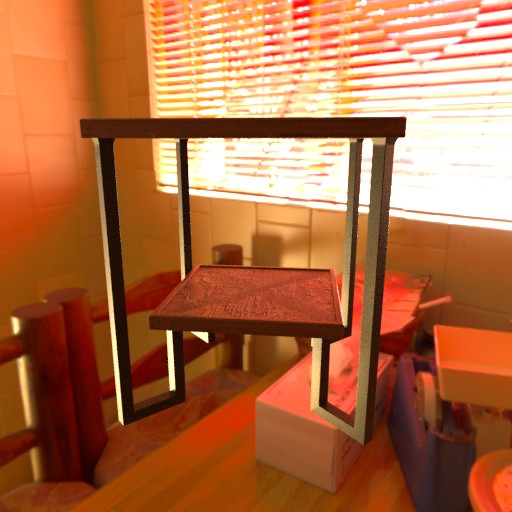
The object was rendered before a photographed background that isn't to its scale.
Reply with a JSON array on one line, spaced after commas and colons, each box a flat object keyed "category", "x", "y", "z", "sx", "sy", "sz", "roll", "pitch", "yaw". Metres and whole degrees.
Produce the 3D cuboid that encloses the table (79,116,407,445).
[{"category": "table", "x": 0.000, "y": 0.000, "z": 0.983, "sx": 0.503, "sy": 0.563, "sz": 0.503, "roll": 2, "pitch": 15, "yaw": 7}]
